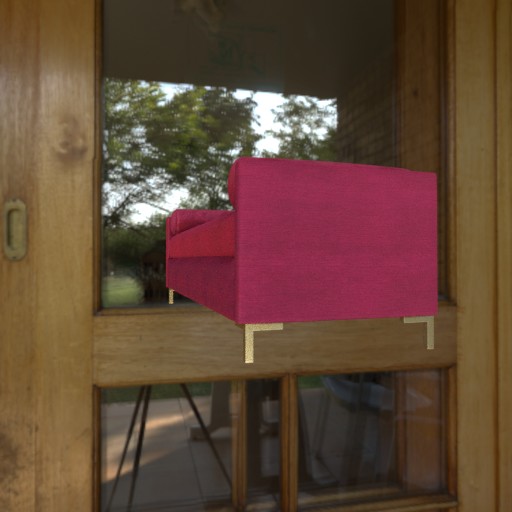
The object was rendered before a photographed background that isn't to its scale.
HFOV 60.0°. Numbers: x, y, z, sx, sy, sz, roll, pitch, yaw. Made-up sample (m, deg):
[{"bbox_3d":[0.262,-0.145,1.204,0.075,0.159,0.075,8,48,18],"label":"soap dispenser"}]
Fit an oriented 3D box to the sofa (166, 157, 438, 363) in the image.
[{"bbox_3d":[0.000,0.000,2.514,0.796,0.705,2.102,0,-1,-18],"label":"sofa"}]
